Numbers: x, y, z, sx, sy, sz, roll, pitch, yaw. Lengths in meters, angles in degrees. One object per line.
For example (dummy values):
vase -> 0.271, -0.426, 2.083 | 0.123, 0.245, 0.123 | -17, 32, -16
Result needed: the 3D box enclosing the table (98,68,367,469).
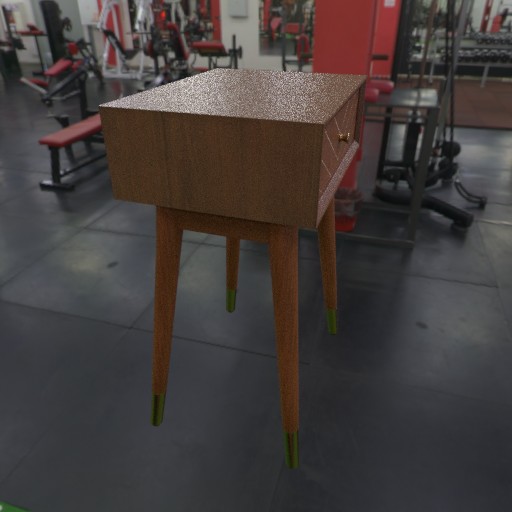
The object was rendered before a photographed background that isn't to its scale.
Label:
table -> 0.000, 0.000, 0.834 | 0.300, 0.599, 0.406 | 10, 31, 17
